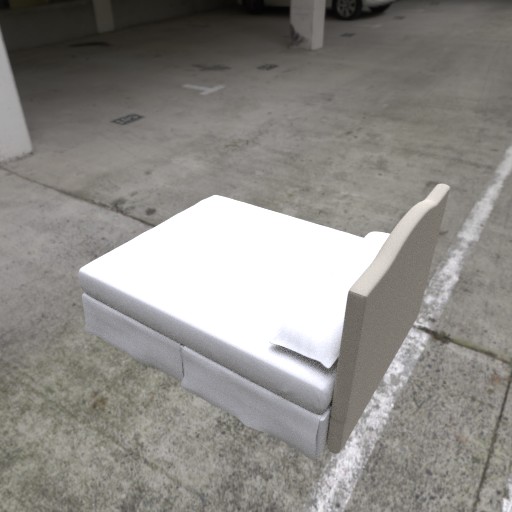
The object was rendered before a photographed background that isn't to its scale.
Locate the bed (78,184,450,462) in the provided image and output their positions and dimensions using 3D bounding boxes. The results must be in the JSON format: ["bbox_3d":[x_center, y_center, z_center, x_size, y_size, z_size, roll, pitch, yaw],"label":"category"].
[{"bbox_3d":[0.000,0.000,3.734,2.477,1.437,1.977,20,37,28],"label":"bed"}]
